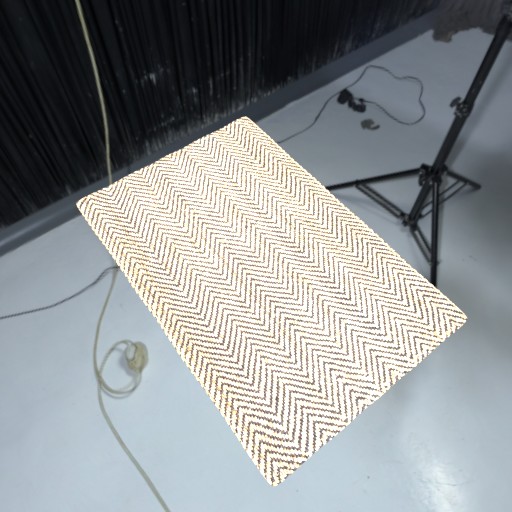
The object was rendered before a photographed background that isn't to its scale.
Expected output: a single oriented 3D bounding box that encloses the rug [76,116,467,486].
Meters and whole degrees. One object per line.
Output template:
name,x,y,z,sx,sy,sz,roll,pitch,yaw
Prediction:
rug,0.000,0.000,2.342,1.219,0.008,1.828,-33,63,-19
